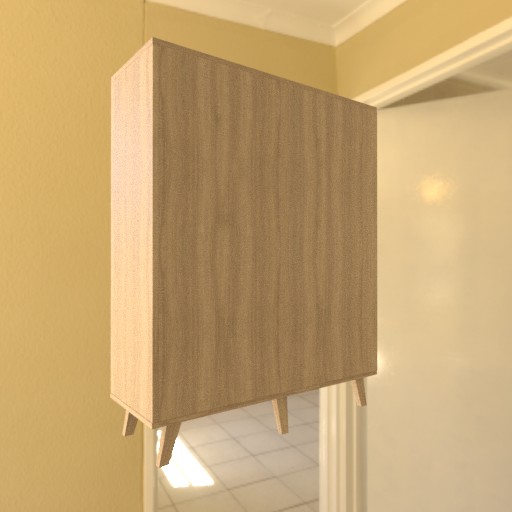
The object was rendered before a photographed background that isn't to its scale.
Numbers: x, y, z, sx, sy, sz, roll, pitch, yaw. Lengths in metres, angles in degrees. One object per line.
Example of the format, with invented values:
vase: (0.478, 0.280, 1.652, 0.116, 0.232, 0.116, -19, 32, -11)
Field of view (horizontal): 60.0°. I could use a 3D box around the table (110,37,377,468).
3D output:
table: (0.000, 0.000, 1.892, 1.111, 1.388, 0.398, 0, 0, -37)
